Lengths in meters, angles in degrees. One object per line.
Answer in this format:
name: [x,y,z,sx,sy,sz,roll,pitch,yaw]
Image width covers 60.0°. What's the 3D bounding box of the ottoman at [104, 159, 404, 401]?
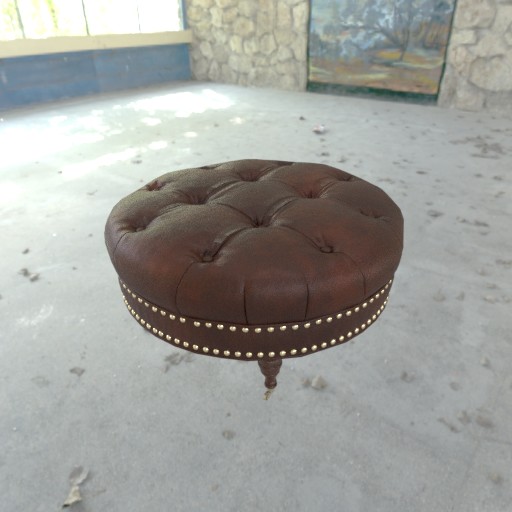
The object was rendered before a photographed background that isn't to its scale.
ottoman: [0.000,0.000,1.421,0.901,0.455,0.901,0,29,0]
